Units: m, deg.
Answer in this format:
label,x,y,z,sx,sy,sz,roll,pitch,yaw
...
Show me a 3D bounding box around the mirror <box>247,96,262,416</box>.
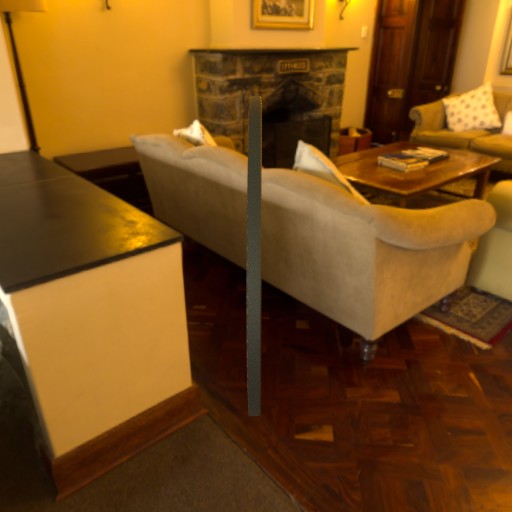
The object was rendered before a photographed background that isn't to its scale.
label,x,y,z,sx,sy,sz,roll,pitch,yaw
mirror,0.000,0.000,1.586,0.036,1.077,1.077,0,26,0
